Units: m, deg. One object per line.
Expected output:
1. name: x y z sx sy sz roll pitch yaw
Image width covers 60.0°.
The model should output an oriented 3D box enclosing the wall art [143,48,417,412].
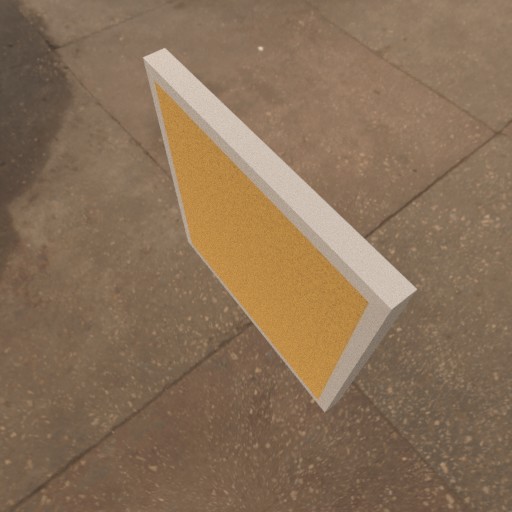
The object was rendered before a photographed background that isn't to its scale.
1. wall art: 0.000 0.000 1.975 0.098 1.291 1.289 -33 65 -18
